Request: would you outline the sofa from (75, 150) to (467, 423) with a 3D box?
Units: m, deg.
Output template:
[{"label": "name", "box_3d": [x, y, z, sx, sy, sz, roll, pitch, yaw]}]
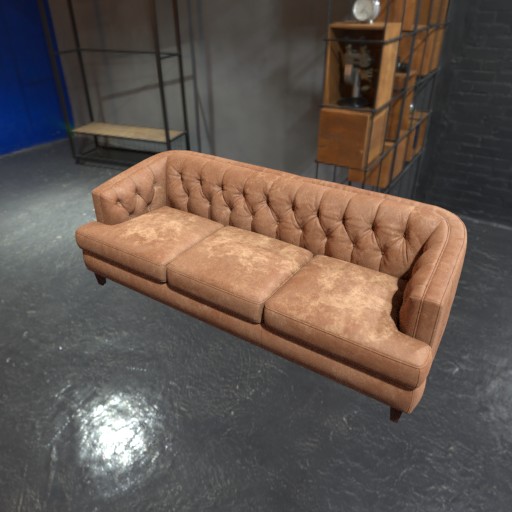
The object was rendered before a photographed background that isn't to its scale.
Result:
[{"label": "sofa", "box_3d": [0.000, 0.000, 2.684, 2.257, 0.791, 0.922, 19, 36, 28]}]
